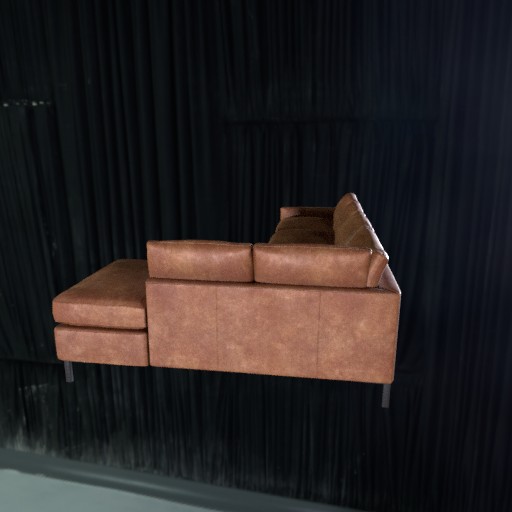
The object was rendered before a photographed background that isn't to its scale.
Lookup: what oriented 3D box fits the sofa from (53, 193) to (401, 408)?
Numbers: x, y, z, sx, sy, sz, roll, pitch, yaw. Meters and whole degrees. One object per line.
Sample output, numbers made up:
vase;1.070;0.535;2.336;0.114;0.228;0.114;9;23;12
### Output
sofa;0.000;0.000;3.809;1.938;0.877;2.984;2;15;8
